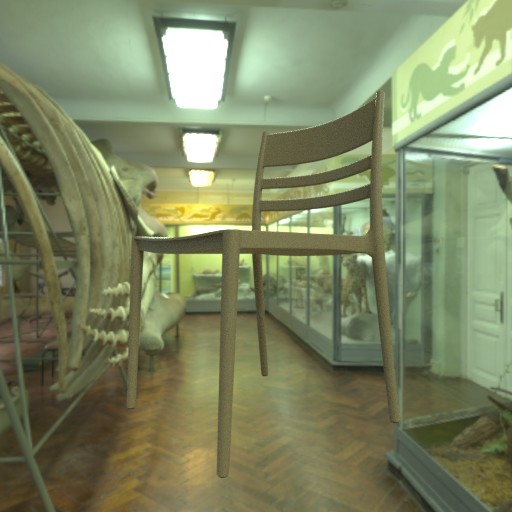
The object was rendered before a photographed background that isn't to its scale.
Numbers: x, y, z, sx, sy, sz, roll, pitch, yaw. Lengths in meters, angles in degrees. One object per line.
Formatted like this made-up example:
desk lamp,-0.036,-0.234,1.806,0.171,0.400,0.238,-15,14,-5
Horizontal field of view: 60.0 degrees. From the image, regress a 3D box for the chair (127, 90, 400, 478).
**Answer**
chair,0.000,0.000,1.134,0.511,0.800,0.531,0,0,-37
